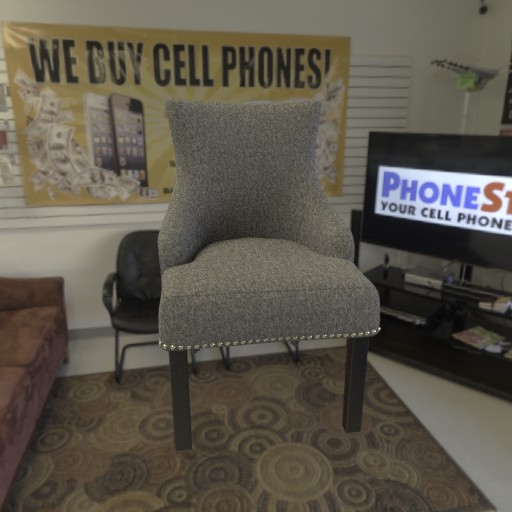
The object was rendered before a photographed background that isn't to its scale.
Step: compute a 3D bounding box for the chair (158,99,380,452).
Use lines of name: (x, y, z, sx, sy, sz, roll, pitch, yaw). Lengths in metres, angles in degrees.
chair: (0.000, 0.000, 1.333, 0.566, 0.909, 0.629, -3, 17, -8)
